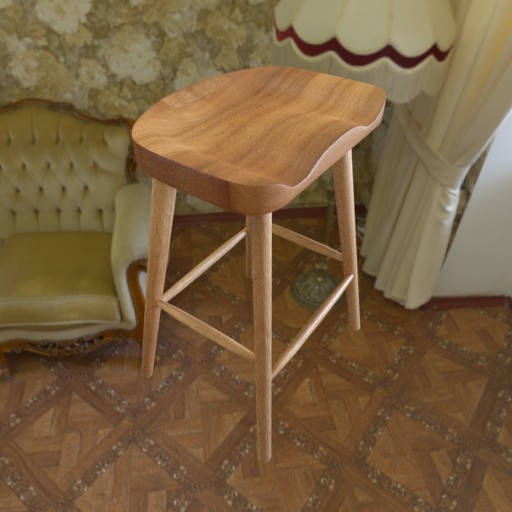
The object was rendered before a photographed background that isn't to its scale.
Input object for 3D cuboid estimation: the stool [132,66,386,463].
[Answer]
[{"bbox_3d":[0.000,0.000,0.894,0.361,0.615,0.440,25,47,26],"label":"stool"}]
